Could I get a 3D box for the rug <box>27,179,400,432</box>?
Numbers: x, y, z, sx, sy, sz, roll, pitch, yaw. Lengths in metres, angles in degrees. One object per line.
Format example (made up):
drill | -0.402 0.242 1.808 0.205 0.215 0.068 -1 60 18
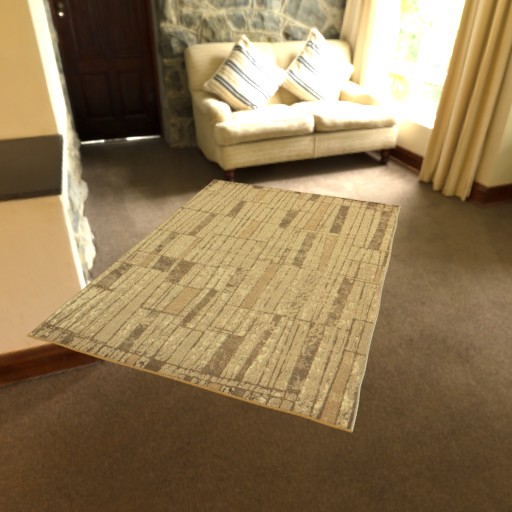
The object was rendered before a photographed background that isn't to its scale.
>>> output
rug | 0.000 0.000 4.305 2.449 0.019 3.357 11 33 17
